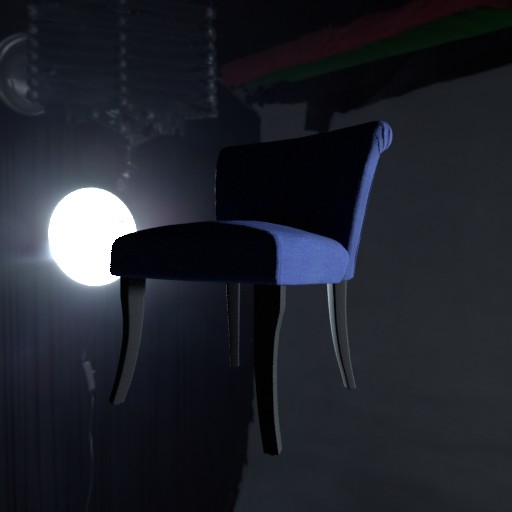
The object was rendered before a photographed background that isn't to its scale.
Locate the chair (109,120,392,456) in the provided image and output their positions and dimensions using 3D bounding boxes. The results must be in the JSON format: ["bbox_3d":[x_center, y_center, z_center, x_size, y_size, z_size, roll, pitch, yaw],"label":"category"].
[{"bbox_3d":[0.000,0.000,1.214,0.585,0.753,0.606,0,1,36],"label":"chair"}]
